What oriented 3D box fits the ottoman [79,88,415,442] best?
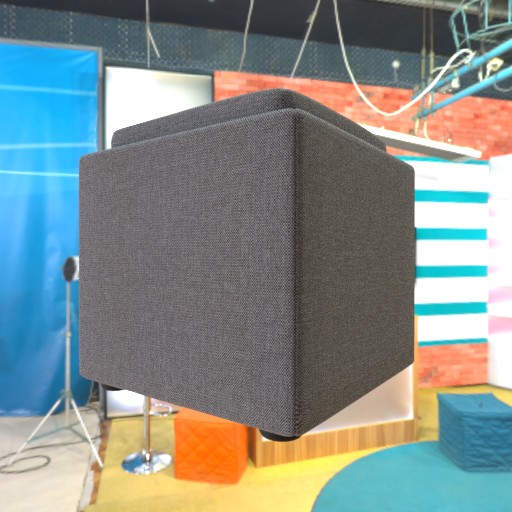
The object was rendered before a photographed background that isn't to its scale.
[{"bbox_3d":[0.000,0.000,0.815,0.450,0.460,0.450,0,0,36],"label":"ottoman"}]
